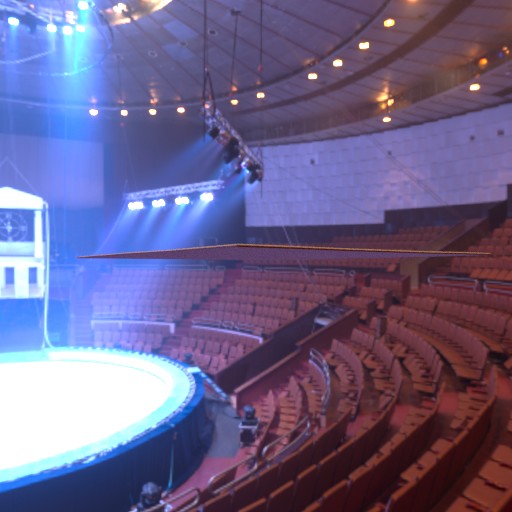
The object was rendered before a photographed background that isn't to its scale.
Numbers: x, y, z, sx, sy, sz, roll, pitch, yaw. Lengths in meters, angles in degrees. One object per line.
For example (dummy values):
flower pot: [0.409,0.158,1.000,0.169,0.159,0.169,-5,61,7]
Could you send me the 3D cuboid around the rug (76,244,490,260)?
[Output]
rug: [0.000,0.000,4.061,2.410,0.021,3.055,1,-2,-36]
